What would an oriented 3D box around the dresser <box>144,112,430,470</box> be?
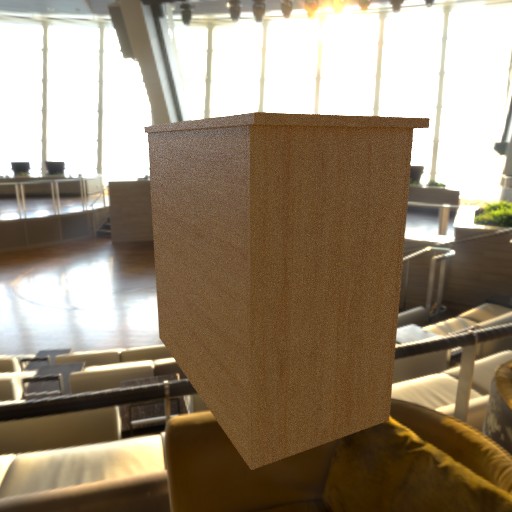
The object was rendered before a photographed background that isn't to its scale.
[{"bbox_3d":[0.000,0.000,1.269,0.410,0.730,0.800,-7,16,-26],"label":"dresser"}]
